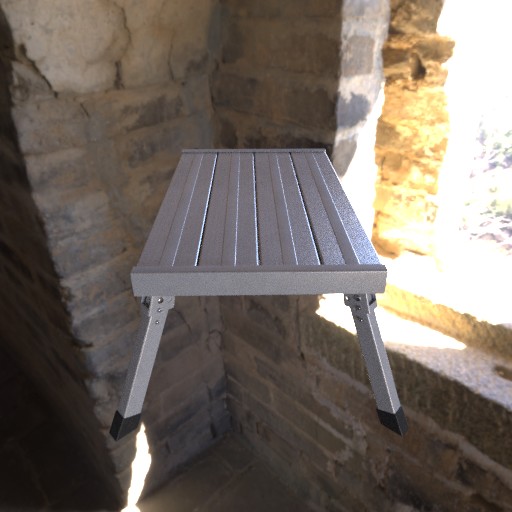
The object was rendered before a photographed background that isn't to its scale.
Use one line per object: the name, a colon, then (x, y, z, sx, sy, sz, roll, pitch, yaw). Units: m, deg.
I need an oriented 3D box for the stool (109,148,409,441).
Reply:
stool: (0.000, 0.000, 0.734, 0.385, 0.225, 0.535, -1, 30, -1)
